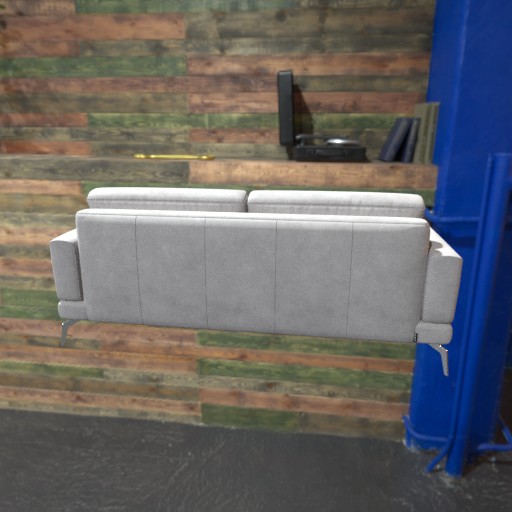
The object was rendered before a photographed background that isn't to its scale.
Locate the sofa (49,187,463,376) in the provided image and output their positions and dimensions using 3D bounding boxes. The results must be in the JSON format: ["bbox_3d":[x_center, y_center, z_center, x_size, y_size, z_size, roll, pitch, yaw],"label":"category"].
[{"bbox_3d":[0.000,0.000,2.569,2.013,0.830,0.980,2,16,8],"label":"sofa"}]
